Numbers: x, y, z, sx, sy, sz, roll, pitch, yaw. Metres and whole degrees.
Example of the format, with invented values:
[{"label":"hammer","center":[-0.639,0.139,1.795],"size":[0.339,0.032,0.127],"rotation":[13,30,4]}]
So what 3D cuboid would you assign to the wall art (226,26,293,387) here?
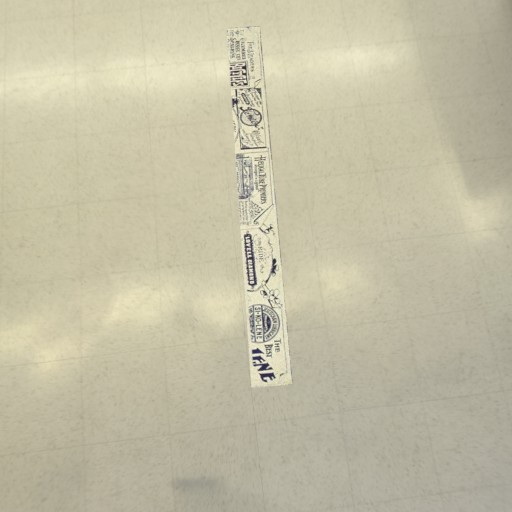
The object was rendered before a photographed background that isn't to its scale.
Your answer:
[{"label":"wall art","center":[0.000,0.000,0.764],"size":[0.040,0.601,0.408],"rotation":[-4,76,-1]}]
